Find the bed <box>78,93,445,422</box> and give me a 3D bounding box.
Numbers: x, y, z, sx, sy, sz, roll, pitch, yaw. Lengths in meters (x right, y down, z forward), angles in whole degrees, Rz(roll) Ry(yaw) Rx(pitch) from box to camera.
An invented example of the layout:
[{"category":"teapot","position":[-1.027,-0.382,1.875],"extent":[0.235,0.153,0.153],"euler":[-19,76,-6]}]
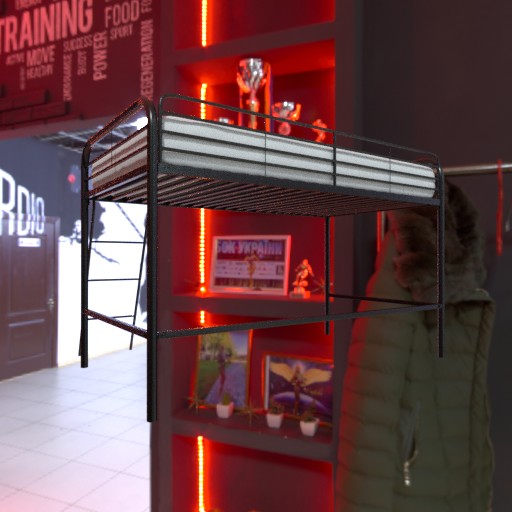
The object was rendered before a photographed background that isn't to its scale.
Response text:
[{"category":"bed","position":[0.000,0.000,2.822],"extent":[1.968,1.289,1.393],"euler":[0,0,-35]}]
